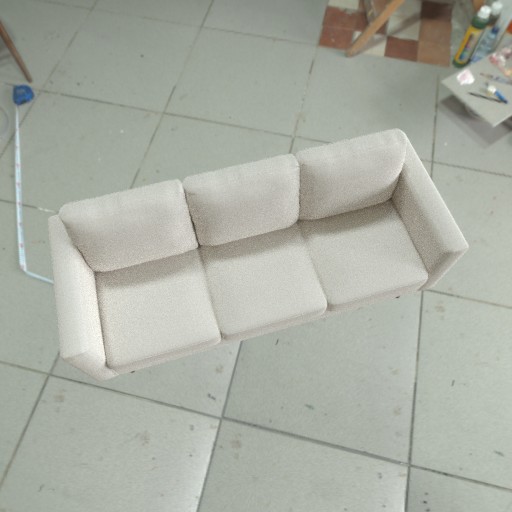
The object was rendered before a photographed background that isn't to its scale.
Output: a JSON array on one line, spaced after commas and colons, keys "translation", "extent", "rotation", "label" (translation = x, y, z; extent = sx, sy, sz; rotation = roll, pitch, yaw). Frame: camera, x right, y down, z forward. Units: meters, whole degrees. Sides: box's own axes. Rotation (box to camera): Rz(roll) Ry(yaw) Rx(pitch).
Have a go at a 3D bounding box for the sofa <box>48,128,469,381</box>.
[{"translation": [0.000, 0.000, 2.463], "extent": [2.029, 0.912, 0.802], "rotation": [-14, 64, -7], "label": "sofa"}]
